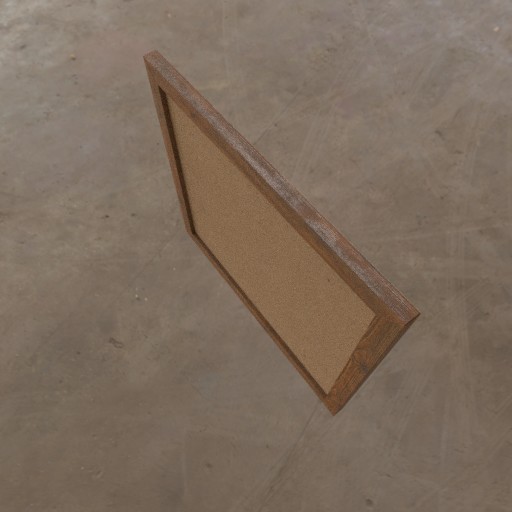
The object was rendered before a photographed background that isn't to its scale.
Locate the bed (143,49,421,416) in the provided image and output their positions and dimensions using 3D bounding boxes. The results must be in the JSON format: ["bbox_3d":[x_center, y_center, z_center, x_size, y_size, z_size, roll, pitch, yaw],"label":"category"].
[{"bbox_3d":[0.000,0.000,1.498,0.046,0.942,1.046,-33,65,-17],"label":"bed"}]
